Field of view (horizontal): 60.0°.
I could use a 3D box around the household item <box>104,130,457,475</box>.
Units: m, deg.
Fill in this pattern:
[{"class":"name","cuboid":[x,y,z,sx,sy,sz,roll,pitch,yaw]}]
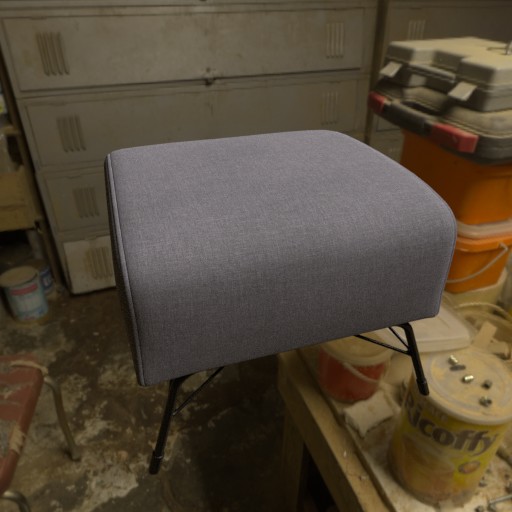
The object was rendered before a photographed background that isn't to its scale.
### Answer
[{"class":"household item","cuboid":[0.000,0.000,0.880,0.530,0.410,0.530,-10,33,-15]}]
